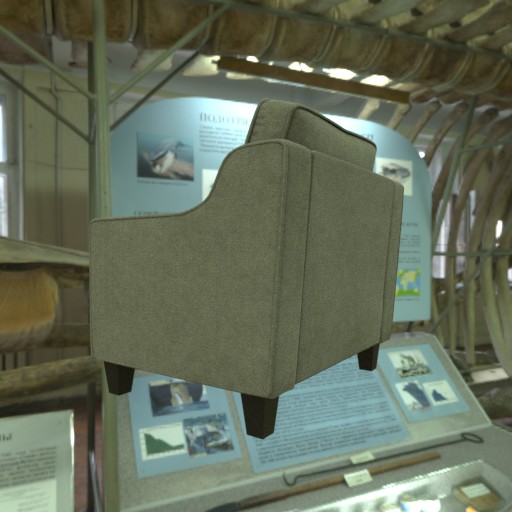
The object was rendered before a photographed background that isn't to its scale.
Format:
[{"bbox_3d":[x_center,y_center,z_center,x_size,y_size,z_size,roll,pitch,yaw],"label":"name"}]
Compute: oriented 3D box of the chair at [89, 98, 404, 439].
[{"bbox_3d":[0.000,0.000,1.679,0.840,0.944,0.926,1,1,35],"label":"chair"}]
